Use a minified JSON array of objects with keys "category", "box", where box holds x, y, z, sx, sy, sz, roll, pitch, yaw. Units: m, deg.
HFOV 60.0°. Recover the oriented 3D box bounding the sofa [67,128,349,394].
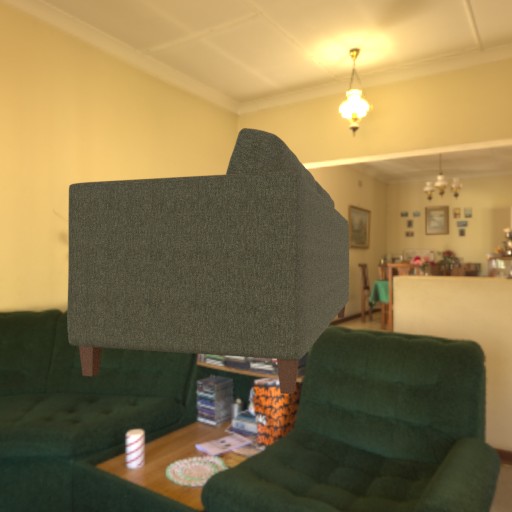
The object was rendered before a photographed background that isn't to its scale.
[{"category":"sofa","box":[0.000,0.000,2.646,0.948,0.965,2.208,0,0,16]}]
